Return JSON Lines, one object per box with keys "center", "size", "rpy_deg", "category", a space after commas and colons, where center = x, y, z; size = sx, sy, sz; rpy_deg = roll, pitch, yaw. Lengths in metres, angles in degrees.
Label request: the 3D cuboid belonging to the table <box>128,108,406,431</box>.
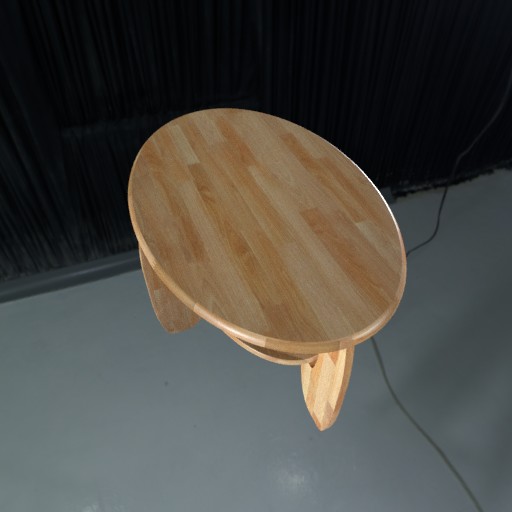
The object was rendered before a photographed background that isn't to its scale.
{"center": [0.000, 0.000, 1.395], "size": [0.690, 0.490, 1.040], "rpy_deg": [-17, 49, -16], "category": "table"}
